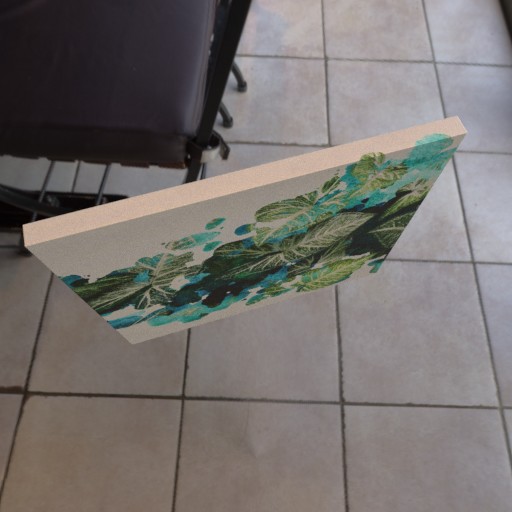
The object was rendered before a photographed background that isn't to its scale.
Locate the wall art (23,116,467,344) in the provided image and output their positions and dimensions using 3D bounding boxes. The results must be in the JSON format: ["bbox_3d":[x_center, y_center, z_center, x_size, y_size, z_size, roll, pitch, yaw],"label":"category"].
[{"bbox_3d":[0.000,0.000,0.967,0.711,0.610,0.043,-15,66,-7],"label":"wall art"}]
